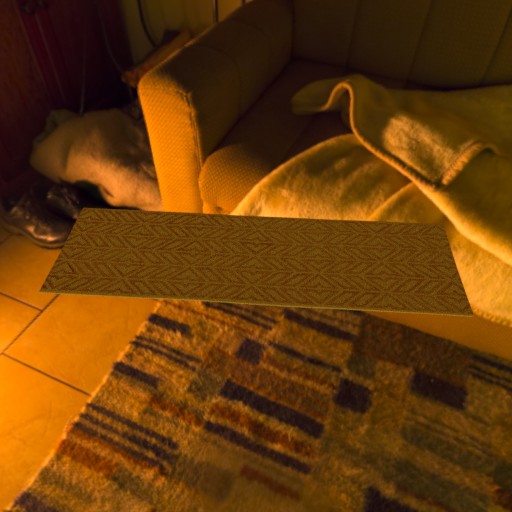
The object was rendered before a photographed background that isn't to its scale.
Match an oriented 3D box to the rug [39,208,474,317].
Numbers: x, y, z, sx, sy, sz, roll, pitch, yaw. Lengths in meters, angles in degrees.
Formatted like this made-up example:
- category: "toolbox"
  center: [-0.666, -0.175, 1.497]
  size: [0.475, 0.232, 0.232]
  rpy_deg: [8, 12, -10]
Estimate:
- category: "rug"
  center: [0.000, 0.000, 2.729]
  size: [2.435, 0.009, 0.750]
  rpy_deg: [3, 46, 3]
